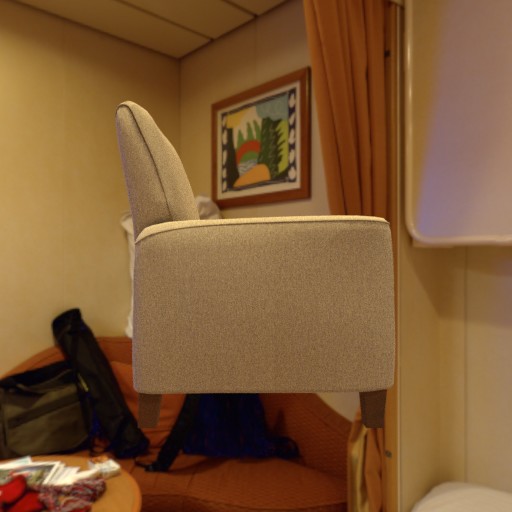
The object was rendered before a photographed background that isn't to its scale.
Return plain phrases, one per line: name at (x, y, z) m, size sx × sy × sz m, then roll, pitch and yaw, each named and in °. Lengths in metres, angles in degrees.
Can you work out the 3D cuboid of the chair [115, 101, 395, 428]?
chair at (0.000, 0.000, 1.671) m, size 0.864 × 1.014 × 0.848 m, roll 0°, pitch 0°, yaw 0°
